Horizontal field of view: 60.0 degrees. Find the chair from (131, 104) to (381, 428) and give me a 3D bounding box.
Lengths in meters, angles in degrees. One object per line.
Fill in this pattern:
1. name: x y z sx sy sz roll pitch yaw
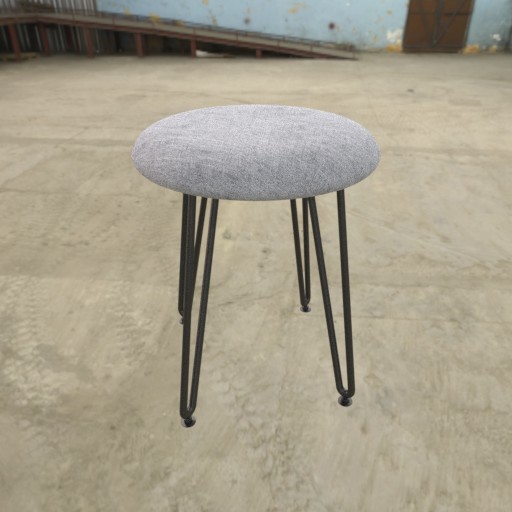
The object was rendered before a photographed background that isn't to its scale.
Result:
1. chair: 0.000 0.000 0.644 0.350 0.386 0.350 20 35 31
